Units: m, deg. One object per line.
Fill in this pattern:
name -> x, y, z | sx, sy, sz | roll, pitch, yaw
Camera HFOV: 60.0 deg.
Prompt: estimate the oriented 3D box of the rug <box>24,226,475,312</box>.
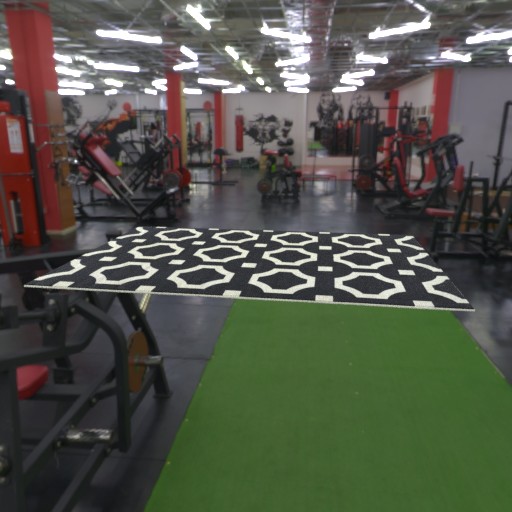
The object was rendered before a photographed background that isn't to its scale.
rug -> 0.000, 0.000, 2.950 | 2.286, 0.016, 1.555 | 2, 16, 8
